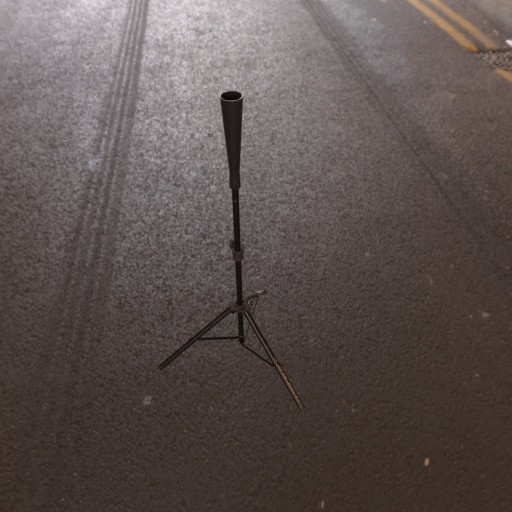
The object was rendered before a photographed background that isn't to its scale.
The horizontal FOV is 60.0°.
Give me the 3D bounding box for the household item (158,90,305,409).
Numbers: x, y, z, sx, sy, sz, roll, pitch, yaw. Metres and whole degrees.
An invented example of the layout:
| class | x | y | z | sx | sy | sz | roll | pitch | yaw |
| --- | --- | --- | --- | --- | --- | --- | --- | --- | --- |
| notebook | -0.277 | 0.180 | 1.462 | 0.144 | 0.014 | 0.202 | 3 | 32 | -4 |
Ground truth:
| class | x | y | z | sx | sy | sz | roll | pitch | yaw |
| --- | --- | --- | --- | --- | --- | --- | --- | --- | --- |
| household item | 0.000 | 0.000 | 1.402 | 0.559 | 1.067 | 0.559 | 24 | 50 | 22 |
